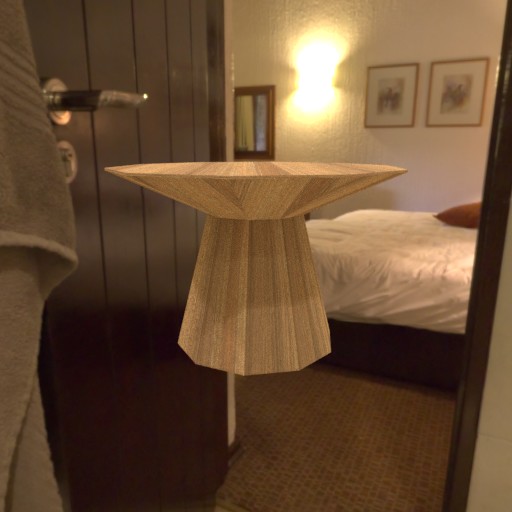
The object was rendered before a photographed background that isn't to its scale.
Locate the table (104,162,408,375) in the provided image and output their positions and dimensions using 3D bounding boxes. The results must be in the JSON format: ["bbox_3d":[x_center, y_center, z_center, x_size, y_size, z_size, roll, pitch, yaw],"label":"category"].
[{"bbox_3d":[0.000,0.000,1.901,1.186,0.752,1.186,0,14,0],"label":"table"}]
